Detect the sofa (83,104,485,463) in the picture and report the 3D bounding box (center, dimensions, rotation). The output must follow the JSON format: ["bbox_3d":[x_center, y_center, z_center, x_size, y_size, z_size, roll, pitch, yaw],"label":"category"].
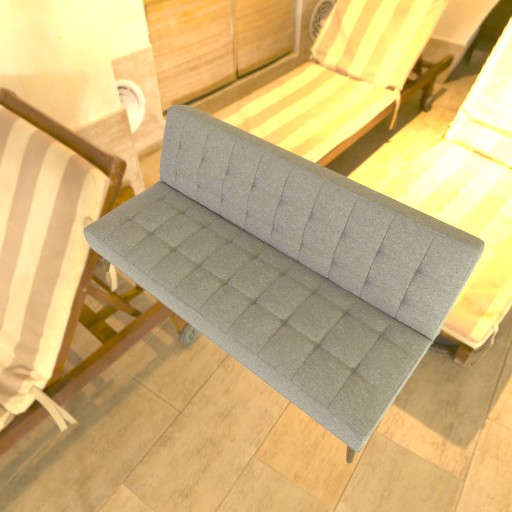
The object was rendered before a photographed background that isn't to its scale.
[{"bbox_3d":[0.000,0.000,2.234,1.800,0.810,0.860,32,54,26],"label":"sofa"}]
